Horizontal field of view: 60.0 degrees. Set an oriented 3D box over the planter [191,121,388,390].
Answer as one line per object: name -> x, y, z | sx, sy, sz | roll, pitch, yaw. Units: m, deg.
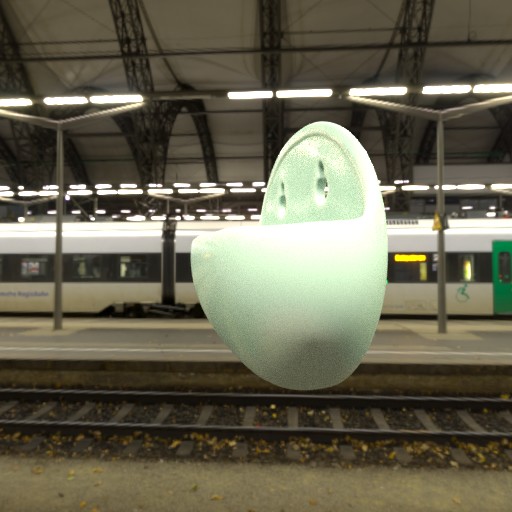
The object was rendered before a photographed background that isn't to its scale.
planter -> 0.000, 0.000, 0.276 | 0.073, 0.164, 0.189 | 1, -2, -17
